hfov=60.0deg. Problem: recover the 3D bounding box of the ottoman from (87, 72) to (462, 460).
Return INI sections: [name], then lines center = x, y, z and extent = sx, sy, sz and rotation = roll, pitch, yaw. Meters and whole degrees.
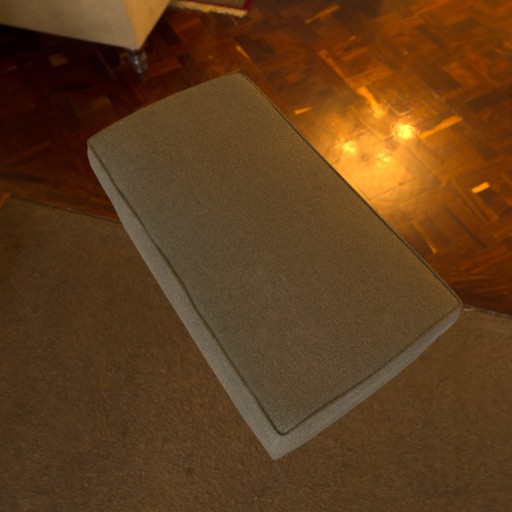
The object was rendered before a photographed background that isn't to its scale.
[ottoman]
center = 0.000, 0.000, 1.150
extent = 0.490, 0.448, 0.864
rotation = -31, 66, -16
